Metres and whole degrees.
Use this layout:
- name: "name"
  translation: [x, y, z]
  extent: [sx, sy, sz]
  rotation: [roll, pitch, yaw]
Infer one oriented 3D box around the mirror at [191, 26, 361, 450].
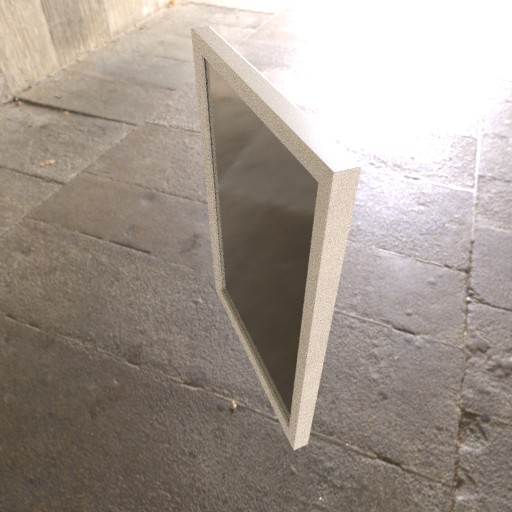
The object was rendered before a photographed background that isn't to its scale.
- name: "mirror"
  translation: [0.000, 0.000, 0.887]
  extent: [0.040, 0.710, 0.507]
  rotation: [-17, 47, -16]
